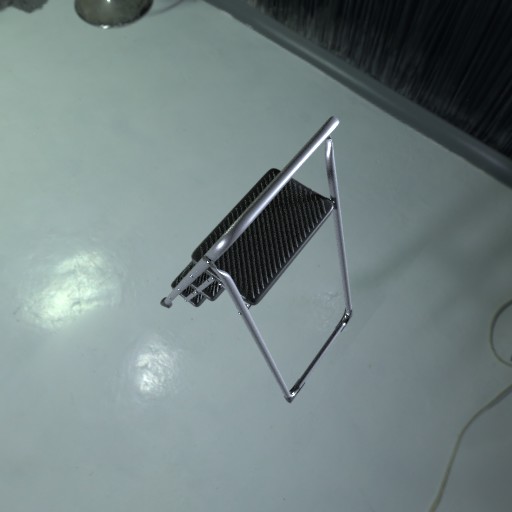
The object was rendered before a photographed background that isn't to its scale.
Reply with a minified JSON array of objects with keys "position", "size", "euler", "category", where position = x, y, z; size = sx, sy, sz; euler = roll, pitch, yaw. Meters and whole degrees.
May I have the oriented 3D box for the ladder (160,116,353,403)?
[{"position":[0.000,0.000,1.298],"size":[0.629,0.945,0.430],"euler":[35,69,15],"category":"ladder"}]
